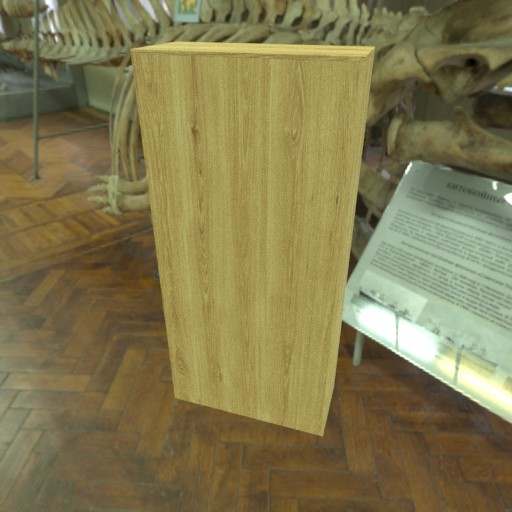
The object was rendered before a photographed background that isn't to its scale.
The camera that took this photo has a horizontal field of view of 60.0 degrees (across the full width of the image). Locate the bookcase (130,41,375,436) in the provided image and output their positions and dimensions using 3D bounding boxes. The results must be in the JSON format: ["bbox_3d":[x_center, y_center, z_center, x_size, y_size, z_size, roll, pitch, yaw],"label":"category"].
[{"bbox_3d":[0.000,0.000,2.368,0.950,2.020,0.420,9,31,15],"label":"bookcase"}]
